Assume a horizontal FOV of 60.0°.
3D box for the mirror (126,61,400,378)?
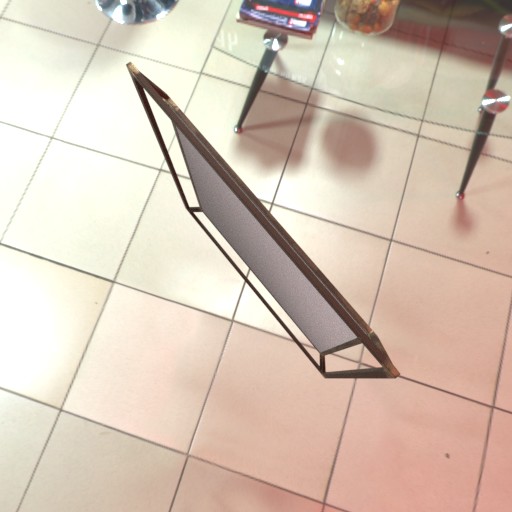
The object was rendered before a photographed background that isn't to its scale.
[{"bbox_3d":[0.000,0.000,0.929,0.032,0.610,0.610,-38,78,-10],"label":"mirror"}]
